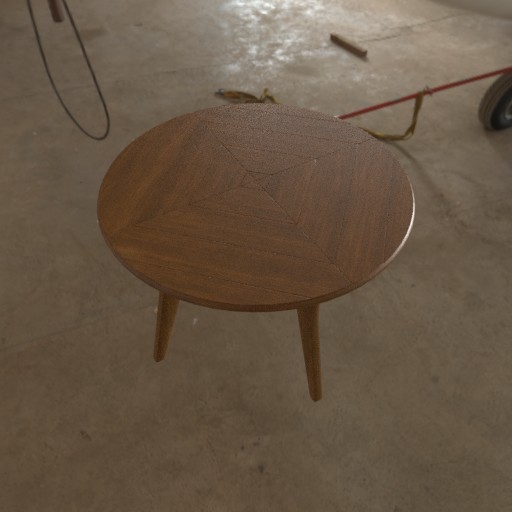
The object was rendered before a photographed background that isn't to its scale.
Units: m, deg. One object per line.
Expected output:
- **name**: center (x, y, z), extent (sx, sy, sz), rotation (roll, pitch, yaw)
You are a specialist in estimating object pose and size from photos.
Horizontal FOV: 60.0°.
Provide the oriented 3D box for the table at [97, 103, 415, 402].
- **table**: center (0.000, 0.000, 1.780), extent (1.055, 0.757, 1.055), rotation (0, 47, 0)
